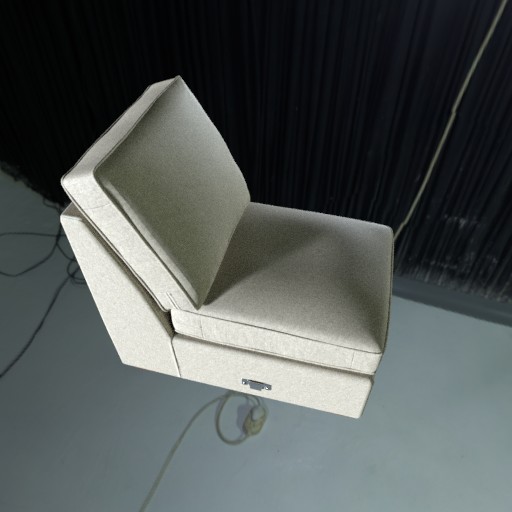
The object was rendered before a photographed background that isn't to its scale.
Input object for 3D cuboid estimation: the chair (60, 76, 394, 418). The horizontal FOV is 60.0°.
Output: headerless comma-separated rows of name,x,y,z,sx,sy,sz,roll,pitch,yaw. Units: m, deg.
chair,0.000,0.000,1.672,1.020,1.058,0.674,10,47,10
